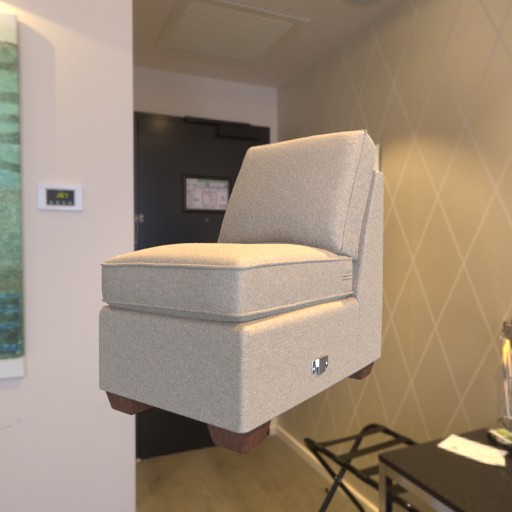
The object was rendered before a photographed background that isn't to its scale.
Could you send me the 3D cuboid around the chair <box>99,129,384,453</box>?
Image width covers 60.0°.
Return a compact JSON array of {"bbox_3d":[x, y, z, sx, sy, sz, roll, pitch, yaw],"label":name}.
[{"bbox_3d":[0.000,0.000,1.739,0.674,1.058,1.020,1,2,36],"label":"chair"}]
